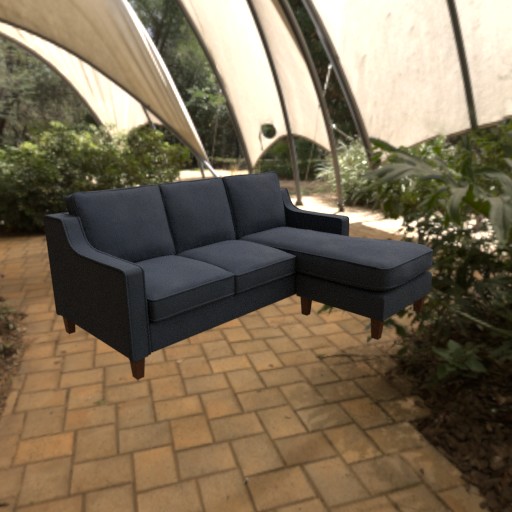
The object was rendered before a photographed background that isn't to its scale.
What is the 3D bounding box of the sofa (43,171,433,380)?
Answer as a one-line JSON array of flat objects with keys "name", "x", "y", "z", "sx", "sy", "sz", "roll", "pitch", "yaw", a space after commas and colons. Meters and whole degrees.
[{"name": "sofa", "x": 0.000, "y": 0.000, "z": 3.335, "sx": 1.858, "sy": 1.066, "sz": 2.317, "roll": 14, "pitch": 21, "yaw": 41}]
